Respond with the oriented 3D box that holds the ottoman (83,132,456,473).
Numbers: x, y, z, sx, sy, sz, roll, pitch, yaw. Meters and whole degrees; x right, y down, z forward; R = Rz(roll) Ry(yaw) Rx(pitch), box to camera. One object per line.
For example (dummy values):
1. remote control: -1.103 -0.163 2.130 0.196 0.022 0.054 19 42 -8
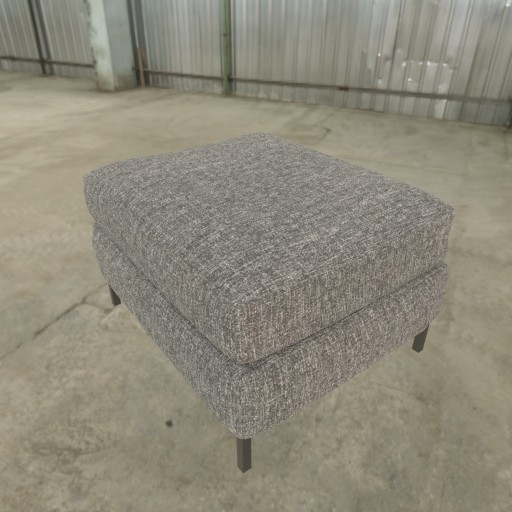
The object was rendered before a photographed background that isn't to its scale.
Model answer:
1. ottoman: 0.000 0.000 1.211 0.683 0.480 0.828 -21 37 -31
